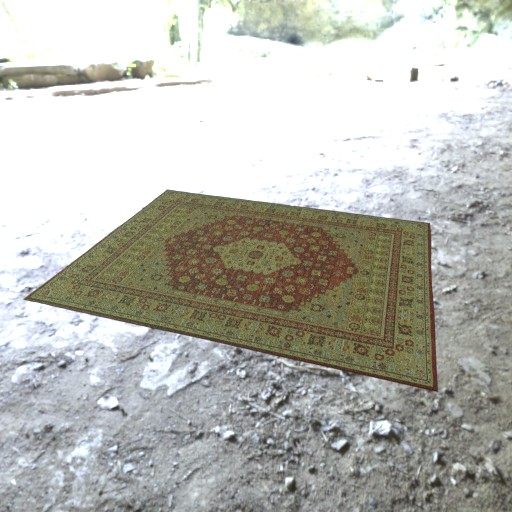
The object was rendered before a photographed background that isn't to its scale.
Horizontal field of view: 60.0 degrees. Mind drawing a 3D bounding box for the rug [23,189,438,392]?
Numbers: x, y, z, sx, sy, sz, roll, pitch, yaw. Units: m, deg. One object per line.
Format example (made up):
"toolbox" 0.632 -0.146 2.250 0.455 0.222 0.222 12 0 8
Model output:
"rug" 0.000 0.000 4.031 3.053 0.013 2.387 9 32 15
